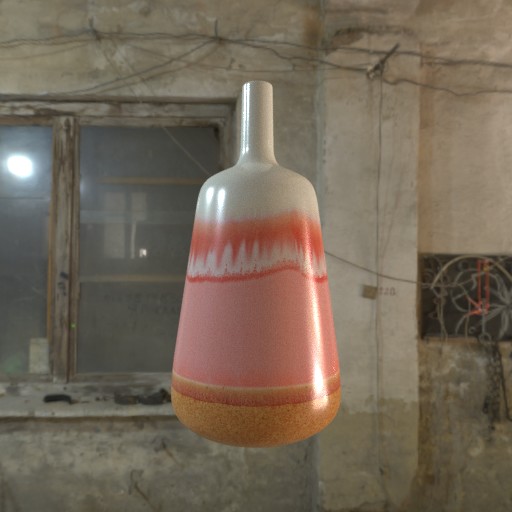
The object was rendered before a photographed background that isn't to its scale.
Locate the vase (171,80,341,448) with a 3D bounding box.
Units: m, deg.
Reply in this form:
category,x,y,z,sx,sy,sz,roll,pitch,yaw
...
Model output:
category,x,y,z,sx,sy,sz,roll,pitch,yaw
vase,0.000,0.000,0.385,0.144,0.296,0.144,0,-1,0
